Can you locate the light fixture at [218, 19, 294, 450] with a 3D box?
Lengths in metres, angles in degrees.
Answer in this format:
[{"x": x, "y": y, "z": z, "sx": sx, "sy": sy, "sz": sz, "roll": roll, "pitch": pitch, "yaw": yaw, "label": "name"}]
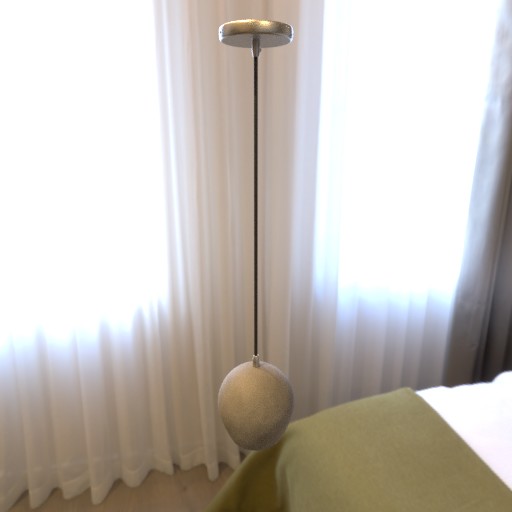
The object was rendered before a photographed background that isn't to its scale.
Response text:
[{"x": 0.000, "y": 0.000, "z": 0.814, "sx": 0.153, "sy": 0.760, "sz": 0.153, "roll": -14, "pitch": 21, "yaw": -43, "label": "light fixture"}]
